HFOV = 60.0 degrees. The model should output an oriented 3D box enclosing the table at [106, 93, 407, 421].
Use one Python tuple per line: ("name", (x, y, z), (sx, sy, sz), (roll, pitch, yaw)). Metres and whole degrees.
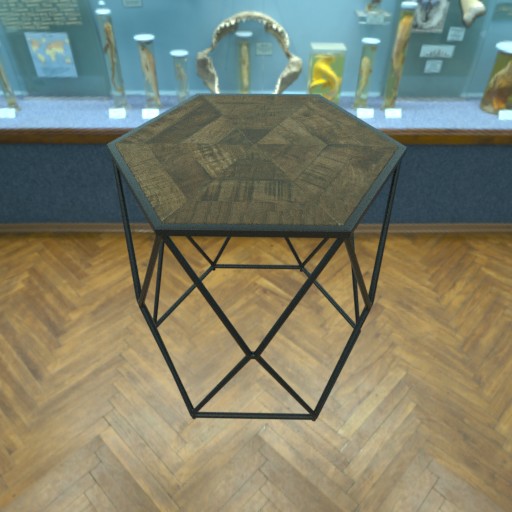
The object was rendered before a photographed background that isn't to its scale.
("table", (0.000, 0.000, 1.036), (0.578, 0.564, 0.579), (1, 41, 1))
